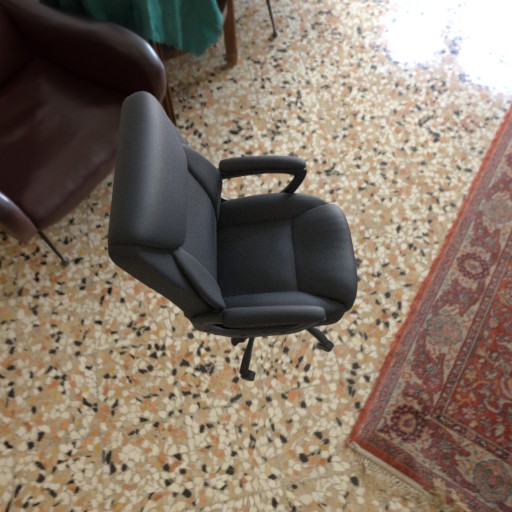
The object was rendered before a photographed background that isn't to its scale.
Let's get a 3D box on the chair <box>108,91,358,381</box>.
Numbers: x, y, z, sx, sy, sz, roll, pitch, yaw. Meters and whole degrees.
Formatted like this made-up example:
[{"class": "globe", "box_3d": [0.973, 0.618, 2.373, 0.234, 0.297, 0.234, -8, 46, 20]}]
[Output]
[{"class": "chair", "box_3d": [0.000, 0.000, 1.462, 0.655, 1.072, 0.615, -3, 64, -1]}]
